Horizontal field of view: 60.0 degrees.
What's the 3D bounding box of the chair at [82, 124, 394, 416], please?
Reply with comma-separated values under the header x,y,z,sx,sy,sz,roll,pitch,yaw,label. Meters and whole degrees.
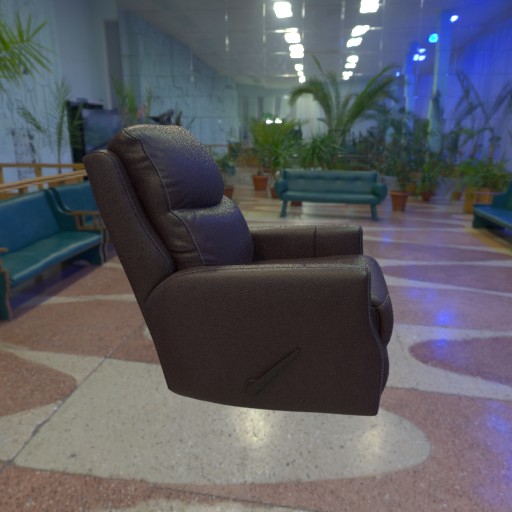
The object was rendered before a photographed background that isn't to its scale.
x,y,z,sx,sy,sz,roll,pitch,yaw,label
0.000,0.000,1.814,1.080,1.030,0.829,3,16,10,chair
